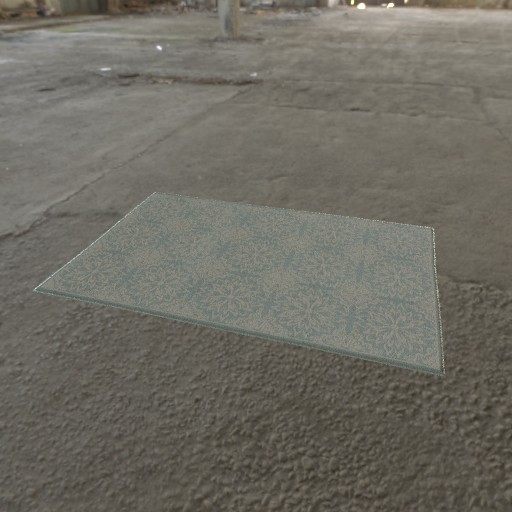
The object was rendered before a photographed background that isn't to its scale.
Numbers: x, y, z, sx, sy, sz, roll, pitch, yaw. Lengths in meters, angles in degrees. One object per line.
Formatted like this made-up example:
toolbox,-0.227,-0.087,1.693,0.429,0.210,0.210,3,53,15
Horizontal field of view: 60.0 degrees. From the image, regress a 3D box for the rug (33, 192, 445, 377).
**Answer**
rug,0.000,0.000,2.369,1.840,0.012,1.219,9,33,14
